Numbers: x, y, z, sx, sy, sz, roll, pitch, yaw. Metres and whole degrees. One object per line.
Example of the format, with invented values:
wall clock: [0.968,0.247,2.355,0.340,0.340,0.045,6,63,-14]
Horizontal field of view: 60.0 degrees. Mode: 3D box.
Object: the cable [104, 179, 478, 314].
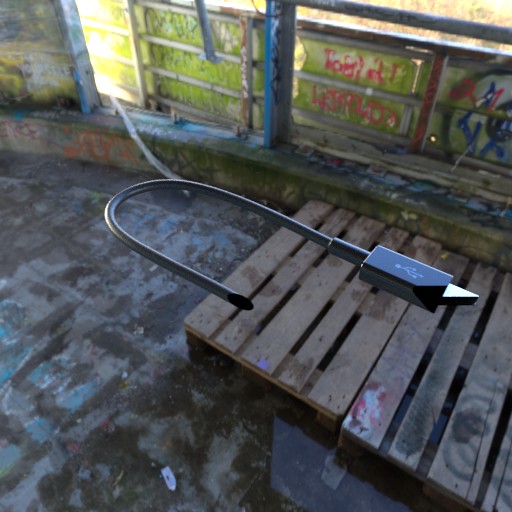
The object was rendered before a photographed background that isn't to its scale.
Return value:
cable: [0.000,0.000,0.112,0.098,0.006,0.040,26,48,27]
